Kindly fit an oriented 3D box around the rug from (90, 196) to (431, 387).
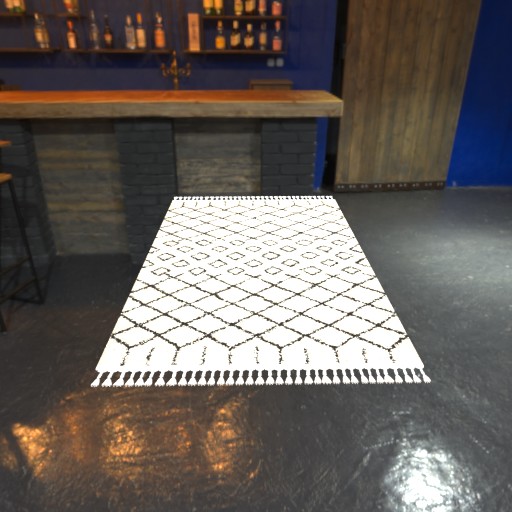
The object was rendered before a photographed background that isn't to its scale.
[{"bbox_3d":[0.000,0.000,2.437,1.196,0.008,2.006,0,26,-1],"label":"rug"}]
